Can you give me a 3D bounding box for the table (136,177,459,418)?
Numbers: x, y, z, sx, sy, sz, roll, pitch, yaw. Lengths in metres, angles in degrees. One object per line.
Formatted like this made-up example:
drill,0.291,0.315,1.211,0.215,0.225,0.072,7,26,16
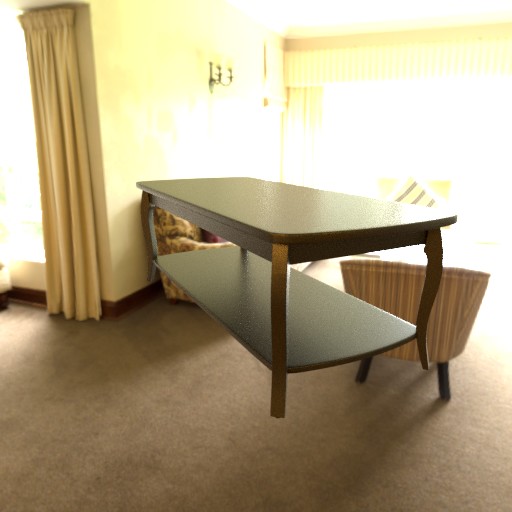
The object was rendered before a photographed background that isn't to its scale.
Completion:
table,0.000,0.000,1.620,0.571,0.457,1.333,-8,17,-27
